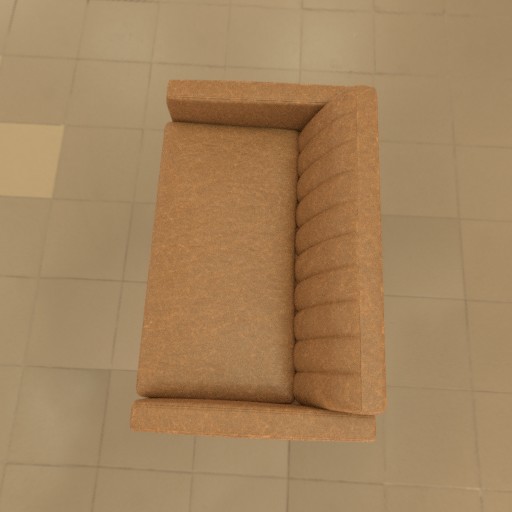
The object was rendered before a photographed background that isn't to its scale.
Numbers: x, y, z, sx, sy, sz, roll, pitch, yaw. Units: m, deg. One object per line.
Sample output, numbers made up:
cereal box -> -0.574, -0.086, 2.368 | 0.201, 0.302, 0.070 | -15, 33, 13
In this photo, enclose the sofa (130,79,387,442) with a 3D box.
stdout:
sofa -> 0.000, 0.000, 2.069 | 0.960, 0.820, 1.549 | 2, 75, 1
